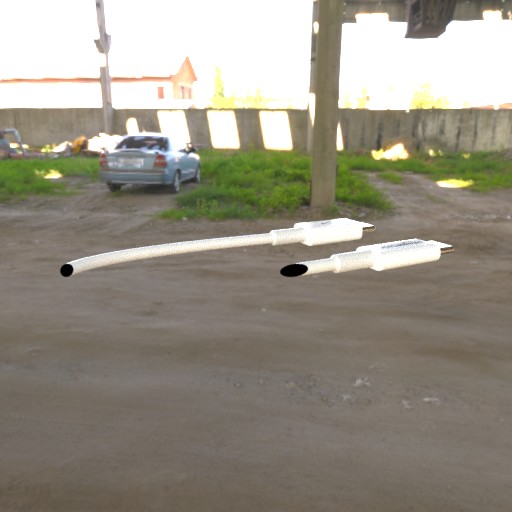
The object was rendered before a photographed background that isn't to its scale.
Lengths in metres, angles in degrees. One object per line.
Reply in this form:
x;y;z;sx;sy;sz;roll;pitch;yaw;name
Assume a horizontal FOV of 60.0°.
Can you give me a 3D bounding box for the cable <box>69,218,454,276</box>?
0.000;0.000;0.112;0.098;0.006;0.040;-8;17;-26;cable
